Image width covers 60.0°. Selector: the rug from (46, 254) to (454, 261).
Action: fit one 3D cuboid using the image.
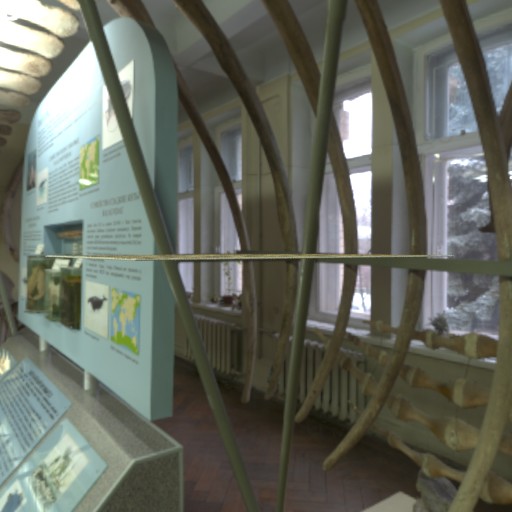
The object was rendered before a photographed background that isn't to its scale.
[{"bbox_3d":[0.000,0.000,2.960,2.284,0.008,1.522,0,1,-37],"label":"rug"}]
